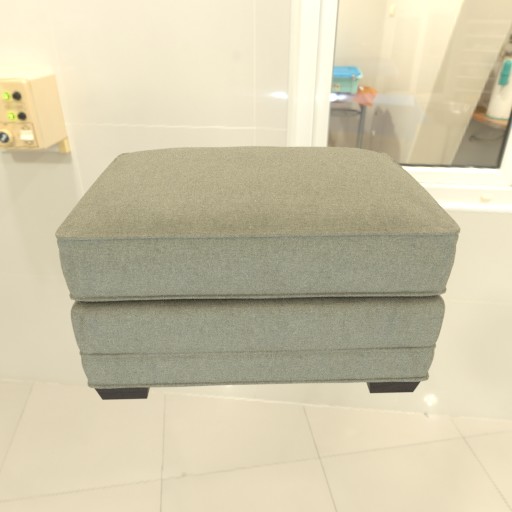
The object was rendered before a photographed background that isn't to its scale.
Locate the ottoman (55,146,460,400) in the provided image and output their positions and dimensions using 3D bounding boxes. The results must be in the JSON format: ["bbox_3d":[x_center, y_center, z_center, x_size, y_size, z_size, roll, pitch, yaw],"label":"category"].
[{"bbox_3d":[0.000,0.000,1.226,0.848,0.508,0.611,-1,29,-2],"label":"ottoman"}]
